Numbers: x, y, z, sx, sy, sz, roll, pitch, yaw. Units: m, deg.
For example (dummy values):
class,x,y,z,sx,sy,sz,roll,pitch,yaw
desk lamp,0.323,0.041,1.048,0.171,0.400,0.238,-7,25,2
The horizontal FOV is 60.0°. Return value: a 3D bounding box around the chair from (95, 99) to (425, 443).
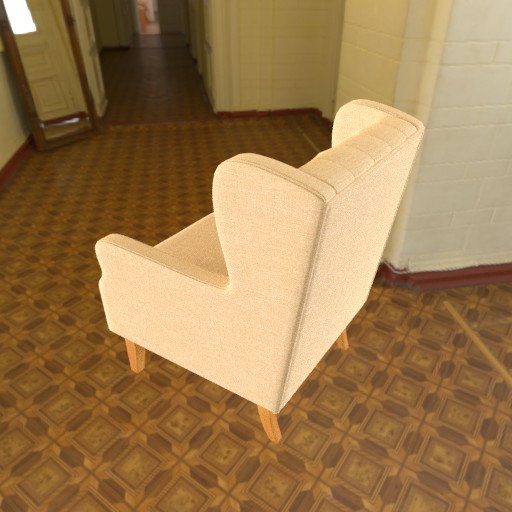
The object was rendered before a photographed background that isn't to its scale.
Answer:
class,x,y,z,sx,sy,sz,roll,pitch,yaw
chair,0.000,0.000,1.463,0.760,0.930,0.710,21,38,29
